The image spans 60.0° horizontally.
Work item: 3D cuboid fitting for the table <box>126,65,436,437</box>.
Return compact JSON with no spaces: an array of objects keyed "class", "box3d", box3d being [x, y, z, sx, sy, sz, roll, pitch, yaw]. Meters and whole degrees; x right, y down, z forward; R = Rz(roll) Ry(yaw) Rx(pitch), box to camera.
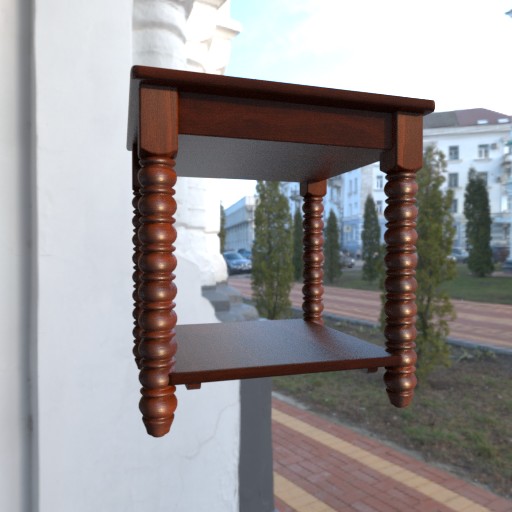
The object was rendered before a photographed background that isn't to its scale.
[{"class":"table","box3d":[0.000,0.000,0.963,0.533,0.567,0.500,0,1,-17]}]
